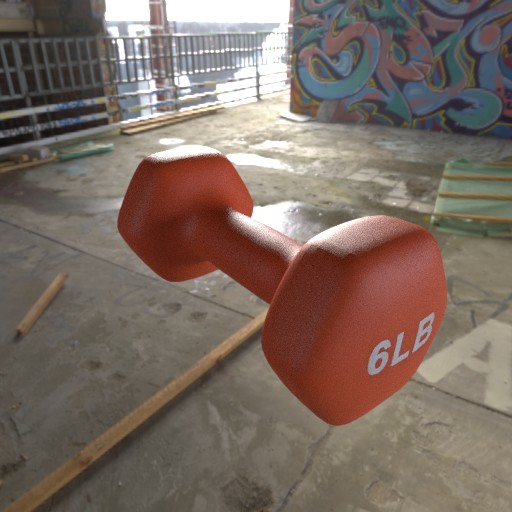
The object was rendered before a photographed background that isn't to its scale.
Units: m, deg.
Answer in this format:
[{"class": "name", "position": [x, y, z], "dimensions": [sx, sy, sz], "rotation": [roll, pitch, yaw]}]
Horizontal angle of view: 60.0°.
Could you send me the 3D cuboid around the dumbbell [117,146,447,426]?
[{"class": "dumbbell", "position": [0.000, 0.000, 0.204], "dimensions": [0.079, 0.071, 0.162], "rotation": [-19, 33, -32]}]
